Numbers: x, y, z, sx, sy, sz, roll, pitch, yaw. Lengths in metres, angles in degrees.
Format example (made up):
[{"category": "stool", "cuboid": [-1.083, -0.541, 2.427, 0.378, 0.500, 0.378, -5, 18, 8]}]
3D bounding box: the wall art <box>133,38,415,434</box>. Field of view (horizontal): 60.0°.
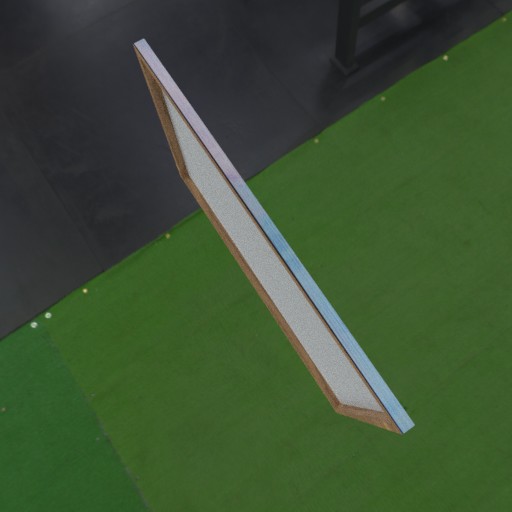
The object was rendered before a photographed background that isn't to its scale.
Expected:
[{"category": "wall art", "cuboid": [0.000, 0.000, 1.392, 0.034, 0.756, 1.137, -32, 76, -9]}]
